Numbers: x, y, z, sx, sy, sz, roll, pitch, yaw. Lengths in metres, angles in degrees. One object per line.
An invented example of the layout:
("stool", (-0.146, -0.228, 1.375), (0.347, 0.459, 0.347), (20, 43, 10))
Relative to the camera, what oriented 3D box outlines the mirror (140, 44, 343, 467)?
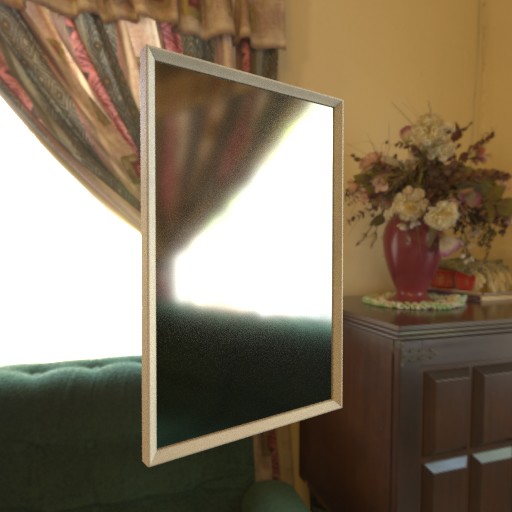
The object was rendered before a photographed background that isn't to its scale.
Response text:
("mirror", (0.000, 0.000, 1.152), (0.609, 0.915, 0.041), (-1, 1, -36))
